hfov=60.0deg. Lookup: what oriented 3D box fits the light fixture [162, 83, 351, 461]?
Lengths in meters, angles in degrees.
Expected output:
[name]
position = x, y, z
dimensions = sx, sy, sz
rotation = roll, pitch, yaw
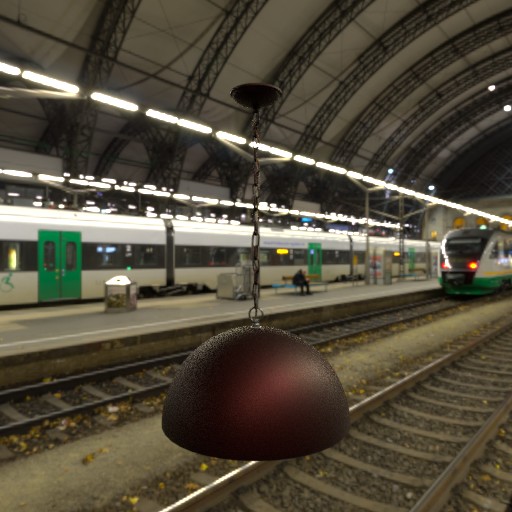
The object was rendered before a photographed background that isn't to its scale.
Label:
[light fixture]
position = 0.000, 0.000, 1.180
dimensions = 0.492, 0.869, 0.492
rotation = 0, 0, 19
